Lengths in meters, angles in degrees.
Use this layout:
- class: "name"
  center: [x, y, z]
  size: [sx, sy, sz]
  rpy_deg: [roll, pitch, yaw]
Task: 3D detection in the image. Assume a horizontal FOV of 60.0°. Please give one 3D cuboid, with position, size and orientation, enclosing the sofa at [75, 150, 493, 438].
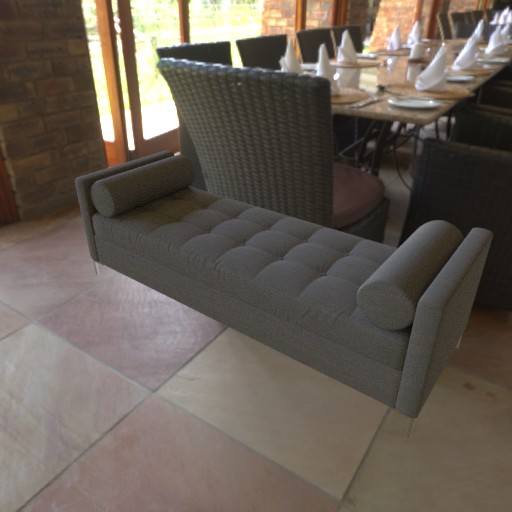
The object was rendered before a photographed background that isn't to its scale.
- class: "sofa"
  center: [0.000, 0.000, 2.276]
  size: [1.981, 0.635, 0.686]
  rpy_deg: [20, 35, 32]
